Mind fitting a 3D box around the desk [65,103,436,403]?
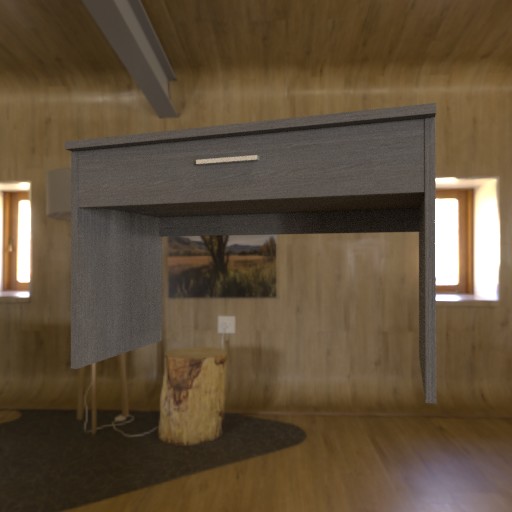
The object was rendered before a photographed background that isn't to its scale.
[{"bbox_3d":[0.000,0.000,1.500,1.099,0.729,0.557,0,0,19],"label":"desk"}]
